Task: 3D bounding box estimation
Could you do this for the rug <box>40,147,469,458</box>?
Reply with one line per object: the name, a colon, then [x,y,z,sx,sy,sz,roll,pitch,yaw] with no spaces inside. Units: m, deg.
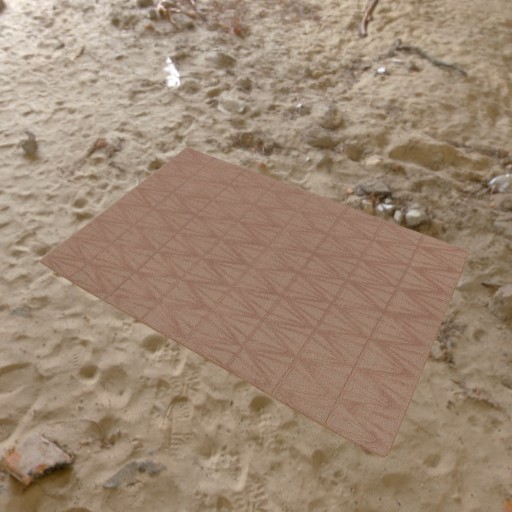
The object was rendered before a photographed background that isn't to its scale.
rug: [0.000,0.000,2.254,1.837,0.025,1.230,24,51,21]
